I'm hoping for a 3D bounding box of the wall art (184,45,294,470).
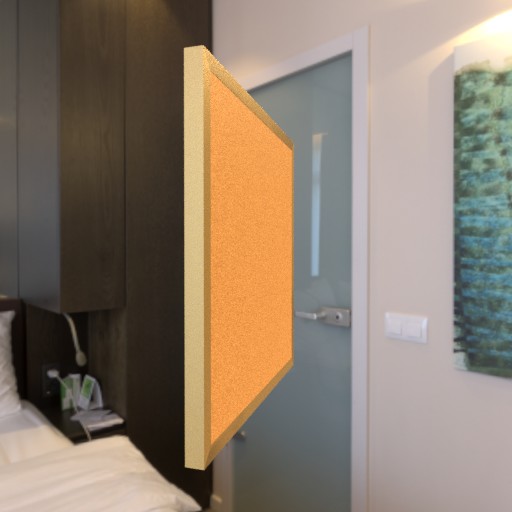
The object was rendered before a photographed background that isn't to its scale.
[{"bbox_3d":[0.000,0.000,1.164,0.038,0.762,0.762,0,1,17],"label":"wall art"}]
